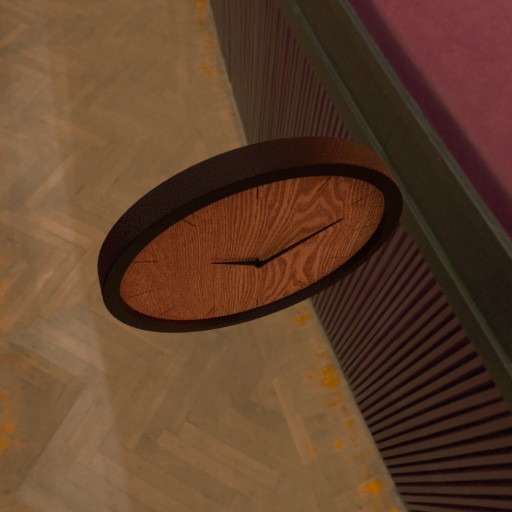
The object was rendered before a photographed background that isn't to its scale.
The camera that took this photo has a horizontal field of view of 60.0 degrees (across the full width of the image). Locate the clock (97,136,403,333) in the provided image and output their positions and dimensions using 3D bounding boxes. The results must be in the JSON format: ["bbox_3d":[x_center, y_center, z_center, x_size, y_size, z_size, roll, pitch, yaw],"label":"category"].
[{"bbox_3d":[0.000,0.000,0.465,0.314,0.314,0.029,-17,64,-8],"label":"clock"}]
